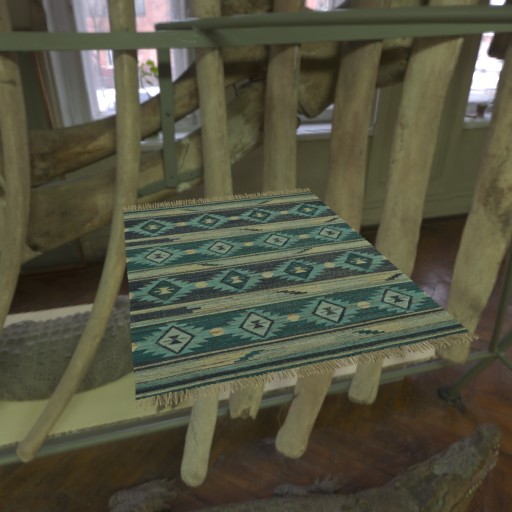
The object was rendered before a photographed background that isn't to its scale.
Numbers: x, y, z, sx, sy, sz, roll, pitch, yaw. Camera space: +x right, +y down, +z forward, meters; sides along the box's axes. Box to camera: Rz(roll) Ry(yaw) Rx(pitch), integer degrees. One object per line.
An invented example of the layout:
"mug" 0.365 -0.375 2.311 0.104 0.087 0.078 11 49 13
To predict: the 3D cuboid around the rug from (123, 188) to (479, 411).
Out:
"rug" 0.000 0.000 4.279 2.418 0.047 3.307 -8 30 -14
